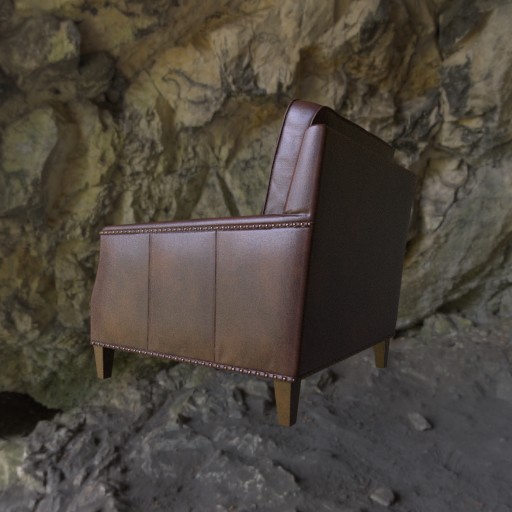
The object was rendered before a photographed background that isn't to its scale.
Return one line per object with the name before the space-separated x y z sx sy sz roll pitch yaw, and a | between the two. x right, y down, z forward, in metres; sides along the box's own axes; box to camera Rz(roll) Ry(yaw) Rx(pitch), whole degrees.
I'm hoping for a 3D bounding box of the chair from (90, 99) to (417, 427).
chair | 0.000 0.000 1.753 1.014 0.929 0.853 0 0 35
